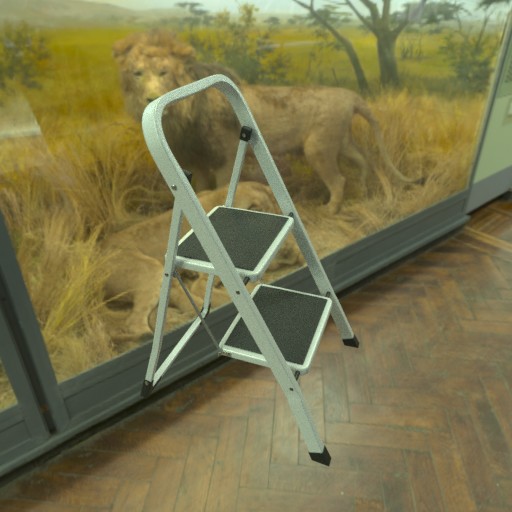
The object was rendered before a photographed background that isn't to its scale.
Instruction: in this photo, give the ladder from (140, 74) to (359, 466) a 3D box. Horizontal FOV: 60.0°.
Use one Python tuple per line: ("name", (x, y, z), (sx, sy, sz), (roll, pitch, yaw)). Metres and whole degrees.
("ladder", (0.000, 0.000, 1.119), (0.544, 0.810, 0.460), (11, 33, 17))
